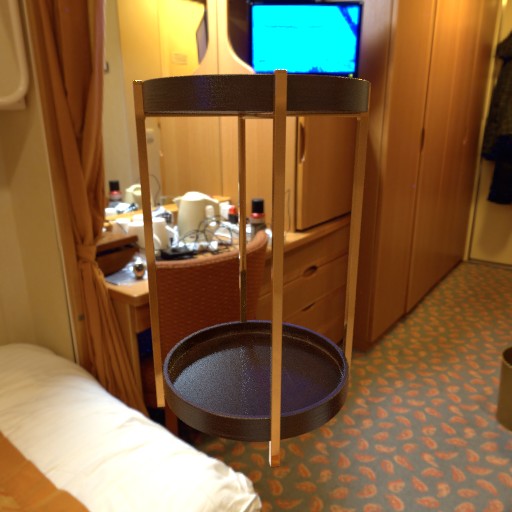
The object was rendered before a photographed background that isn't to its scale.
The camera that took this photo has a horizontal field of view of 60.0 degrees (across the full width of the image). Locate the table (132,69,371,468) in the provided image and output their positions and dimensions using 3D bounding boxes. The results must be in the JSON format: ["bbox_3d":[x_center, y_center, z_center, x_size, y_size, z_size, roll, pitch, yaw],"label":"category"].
[{"bbox_3d":[0.000,0.000,0.831,0.400,0.610,0.400,-3,17,-9],"label":"table"}]
